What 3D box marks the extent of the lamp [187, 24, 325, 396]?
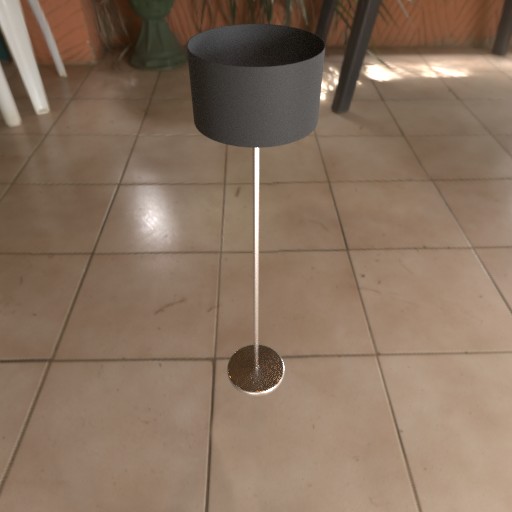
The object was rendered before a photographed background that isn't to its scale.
[{"bbox_3d":[0.000,0.000,1.599,0.348,1.443,0.348,-2,42,-2],"label":"lamp"}]
